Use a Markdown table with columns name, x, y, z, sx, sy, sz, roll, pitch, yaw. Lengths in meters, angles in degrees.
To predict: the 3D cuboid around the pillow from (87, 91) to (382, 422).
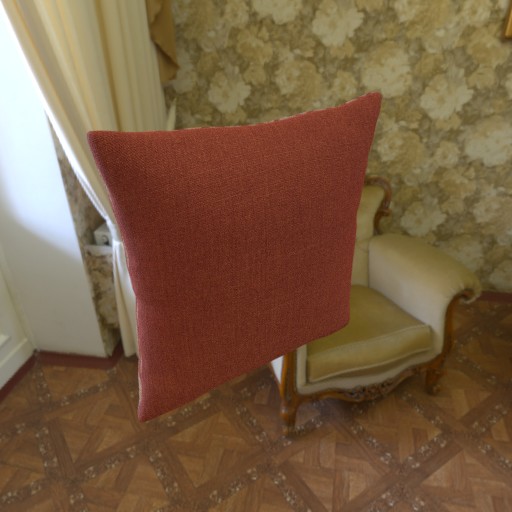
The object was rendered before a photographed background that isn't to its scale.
| name | x | y | z | sx | sy | sz | roll | pitch | yaw |
| --- | --- | --- | --- | --- | --- | --- | --- | --- | --- |
| pillow | 0.000 | 0.000 | 0.661 | 0.429 | 0.434 | 0.159 | -19 | 36 | -29 |
